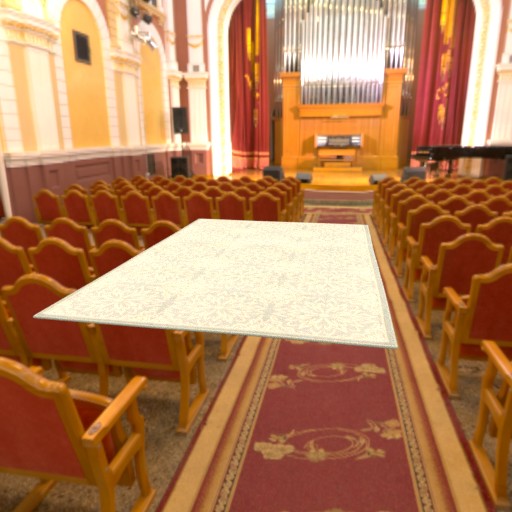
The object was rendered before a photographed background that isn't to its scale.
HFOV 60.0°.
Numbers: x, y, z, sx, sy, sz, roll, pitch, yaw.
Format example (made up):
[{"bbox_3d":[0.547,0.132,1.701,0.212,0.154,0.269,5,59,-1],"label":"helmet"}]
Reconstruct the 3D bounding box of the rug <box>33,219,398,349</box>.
[{"bbox_3d":[0.000,0.000,2.294,1.219,0.012,1.840,3,16,11],"label":"rug"}]
